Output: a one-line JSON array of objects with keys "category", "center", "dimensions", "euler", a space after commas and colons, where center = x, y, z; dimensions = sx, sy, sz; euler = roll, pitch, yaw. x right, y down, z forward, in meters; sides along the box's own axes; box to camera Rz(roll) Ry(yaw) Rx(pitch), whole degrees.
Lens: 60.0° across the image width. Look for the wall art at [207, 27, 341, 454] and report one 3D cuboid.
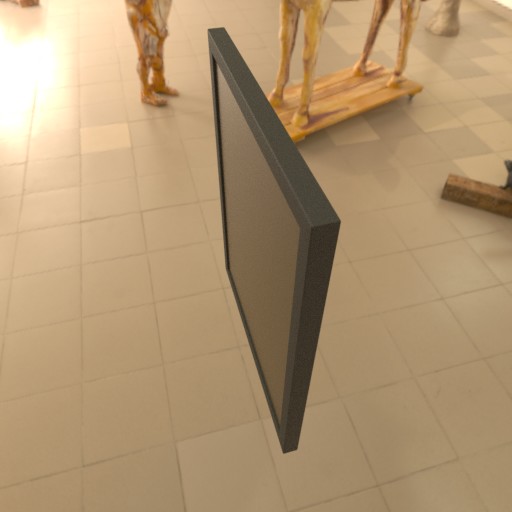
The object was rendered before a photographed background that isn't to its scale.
[{"category": "wall art", "center": [0.000, 0.000, 0.737], "dimensions": [0.028, 0.558, 0.457], "euler": [-12, 48, -11]}]
